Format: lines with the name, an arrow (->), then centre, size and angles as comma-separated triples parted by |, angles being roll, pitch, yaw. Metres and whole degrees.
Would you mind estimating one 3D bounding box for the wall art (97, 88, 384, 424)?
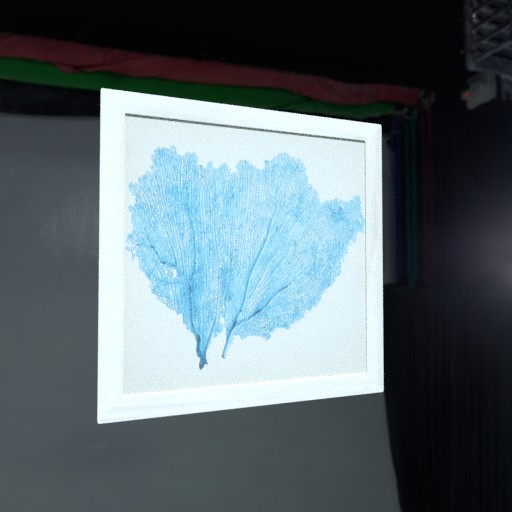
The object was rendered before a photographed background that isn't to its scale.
wall art -> 0.000, 0.000, 0.875 | 0.584, 0.584, 0.013 | 1, -2, -20
